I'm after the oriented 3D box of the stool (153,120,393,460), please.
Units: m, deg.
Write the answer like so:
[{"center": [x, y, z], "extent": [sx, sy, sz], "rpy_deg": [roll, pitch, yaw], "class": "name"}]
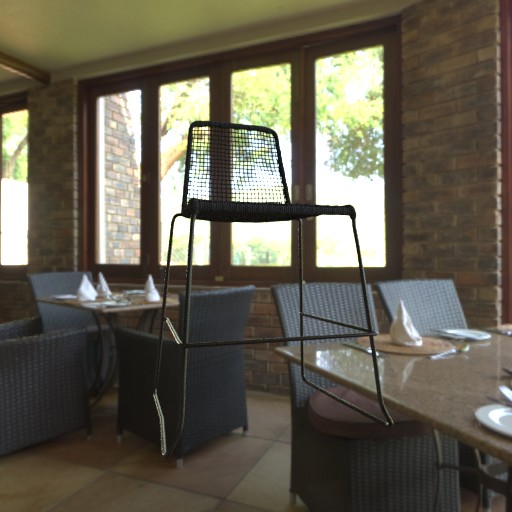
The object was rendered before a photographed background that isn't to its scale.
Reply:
[{"center": [0.000, 0.000, 1.290], "extent": [0.590, 0.905, 0.509], "rpy_deg": [0, 0, -18], "class": "stool"}]
